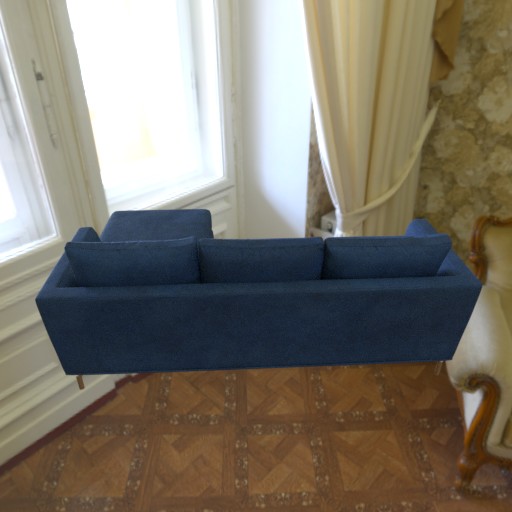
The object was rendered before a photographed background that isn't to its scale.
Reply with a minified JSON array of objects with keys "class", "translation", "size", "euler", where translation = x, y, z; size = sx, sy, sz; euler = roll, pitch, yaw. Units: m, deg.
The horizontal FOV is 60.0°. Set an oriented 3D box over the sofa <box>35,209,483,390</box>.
[{"class":"sofa","translation":[0.000,0.000,3.207],"size":[2.438,0.987,1.622],"euler":[-2,31,-3]}]
